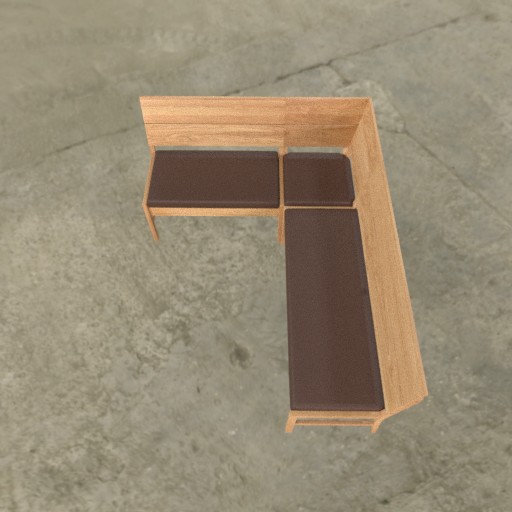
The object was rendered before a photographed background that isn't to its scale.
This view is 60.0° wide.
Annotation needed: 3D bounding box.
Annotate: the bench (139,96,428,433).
[{"bbox_3d":[0.000,0.000,2.810,1.549,0.890,1.975,0,58,0],"label":"bench"}]
